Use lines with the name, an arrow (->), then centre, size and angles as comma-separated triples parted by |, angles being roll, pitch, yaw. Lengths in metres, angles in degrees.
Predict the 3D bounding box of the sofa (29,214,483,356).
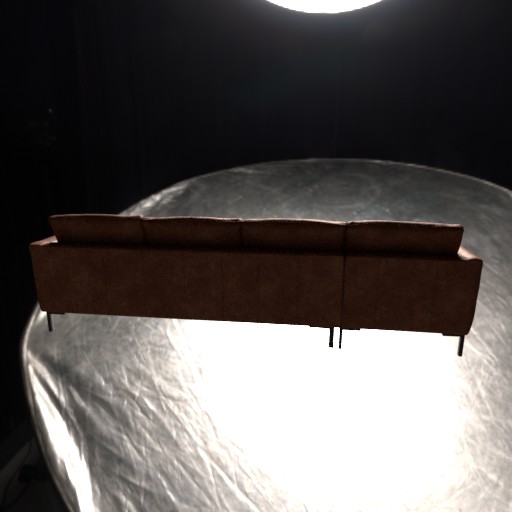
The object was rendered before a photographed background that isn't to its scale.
sofa -> 0.000, 0.000, 3.619 | 2.993, 0.859, 1.471 | 2, 16, 7
